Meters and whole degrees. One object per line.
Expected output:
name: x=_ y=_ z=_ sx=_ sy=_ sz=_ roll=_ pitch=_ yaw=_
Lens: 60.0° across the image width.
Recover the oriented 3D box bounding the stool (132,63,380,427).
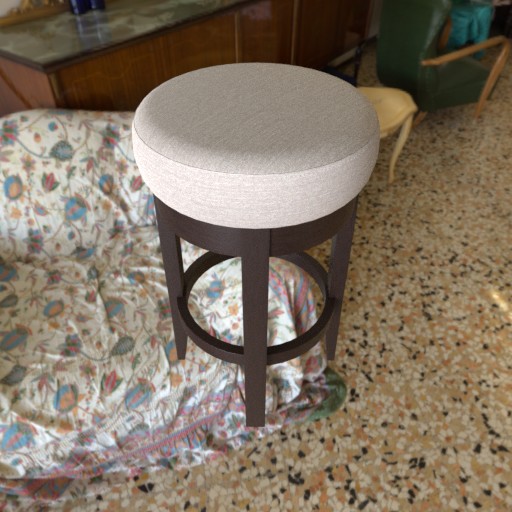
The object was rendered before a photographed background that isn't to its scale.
stool: x=0.000 y=0.000 z=1.017 sx=0.443 sy=0.757 sz=0.443 roll=0 pitch=42 yaw=0
